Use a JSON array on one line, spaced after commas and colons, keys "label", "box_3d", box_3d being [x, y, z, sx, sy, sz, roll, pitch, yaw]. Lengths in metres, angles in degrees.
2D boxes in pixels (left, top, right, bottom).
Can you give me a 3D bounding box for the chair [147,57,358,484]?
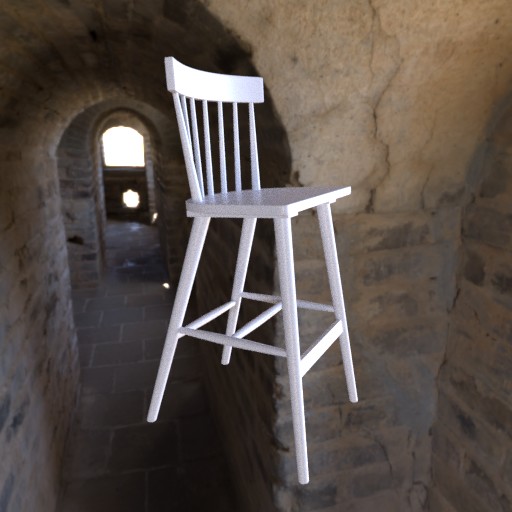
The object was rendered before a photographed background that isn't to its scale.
[{"label": "chair", "box_3d": [0.000, 0.000, 1.371, 0.572, 1.092, 0.483, 8, 17, 29]}]
